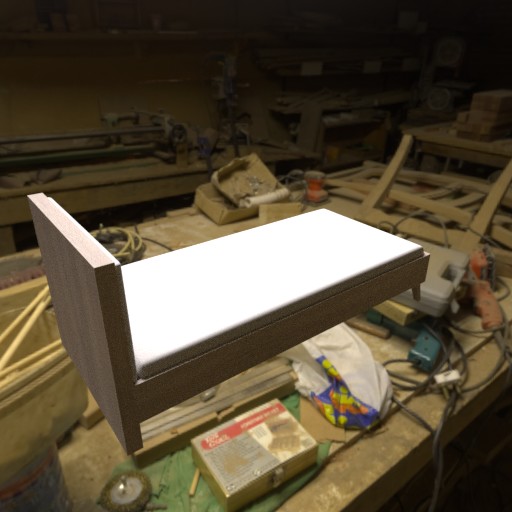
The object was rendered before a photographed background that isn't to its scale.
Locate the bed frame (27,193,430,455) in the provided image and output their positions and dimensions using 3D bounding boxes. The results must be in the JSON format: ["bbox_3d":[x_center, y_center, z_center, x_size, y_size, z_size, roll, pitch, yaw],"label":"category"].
[{"bbox_3d":[0.000,0.000,2.657,2.140,0.920,0.990,-18,31,-33],"label":"bed frame"}]
